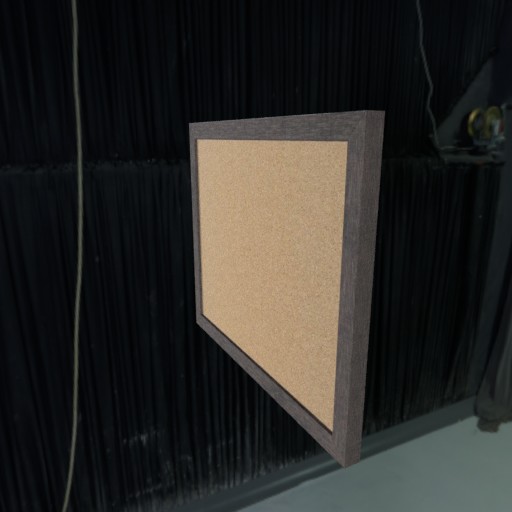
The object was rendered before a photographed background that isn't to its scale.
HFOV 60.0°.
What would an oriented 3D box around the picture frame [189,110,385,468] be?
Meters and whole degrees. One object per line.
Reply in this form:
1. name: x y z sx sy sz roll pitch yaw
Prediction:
1. picture frame: 0.000 0.000 0.771 0.026 0.455 0.546 -8 17 -27
